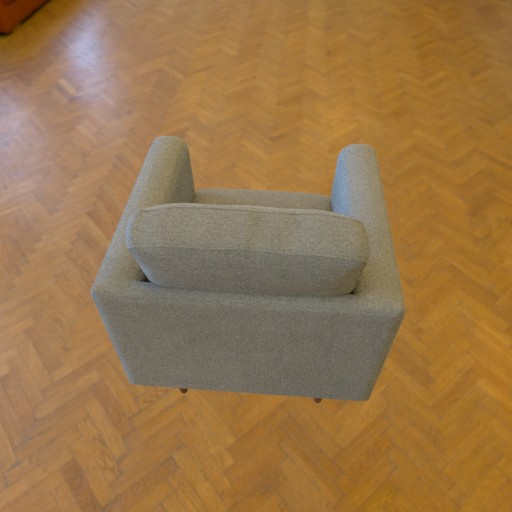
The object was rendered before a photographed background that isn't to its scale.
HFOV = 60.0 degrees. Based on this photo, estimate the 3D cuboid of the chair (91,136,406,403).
[{"bbox_3d":[0.000,0.000,1.598,0.855,0.927,0.800,3,48,3],"label":"chair"}]
